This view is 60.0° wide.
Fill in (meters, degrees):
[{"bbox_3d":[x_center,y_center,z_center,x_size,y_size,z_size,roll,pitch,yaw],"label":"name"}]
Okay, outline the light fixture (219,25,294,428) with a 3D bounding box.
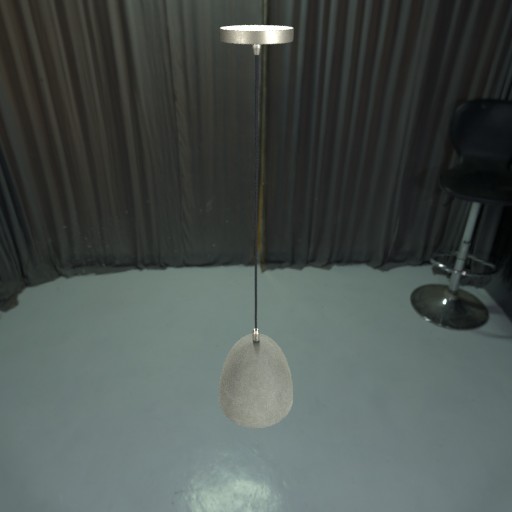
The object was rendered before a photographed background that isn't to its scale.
[{"bbox_3d":[0.000,0.000,0.828,0.170,0.759,0.170,-2,31,-4],"label":"light fixture"}]
